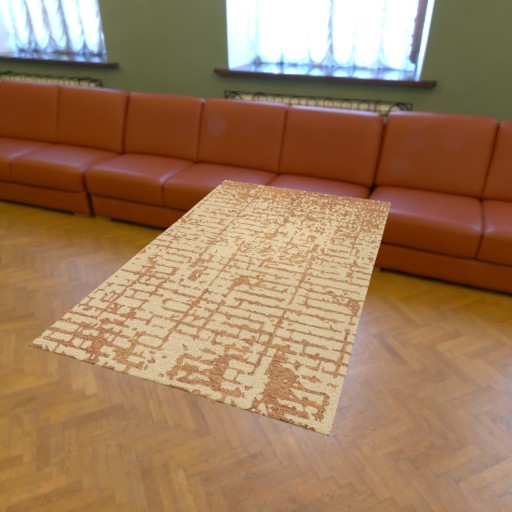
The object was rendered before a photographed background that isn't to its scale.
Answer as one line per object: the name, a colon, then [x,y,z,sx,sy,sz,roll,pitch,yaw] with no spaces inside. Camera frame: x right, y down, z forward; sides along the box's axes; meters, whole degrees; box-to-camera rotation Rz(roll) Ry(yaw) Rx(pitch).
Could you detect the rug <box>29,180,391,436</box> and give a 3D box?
rug: [0.000,0.000,2.963,1.517,0.011,2.435,11,32,17]
